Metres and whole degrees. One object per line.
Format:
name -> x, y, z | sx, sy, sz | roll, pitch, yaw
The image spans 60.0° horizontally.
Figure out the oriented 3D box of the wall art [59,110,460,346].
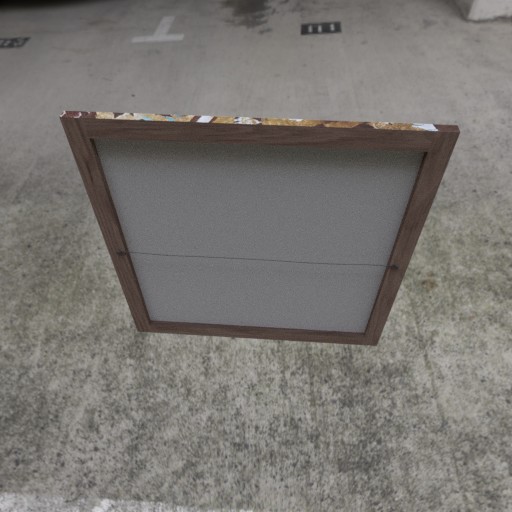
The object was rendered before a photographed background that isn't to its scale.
wall art -> 0.000, 0.000, 1.123 | 0.757, 0.762, 0.028 | 3, 48, 3
